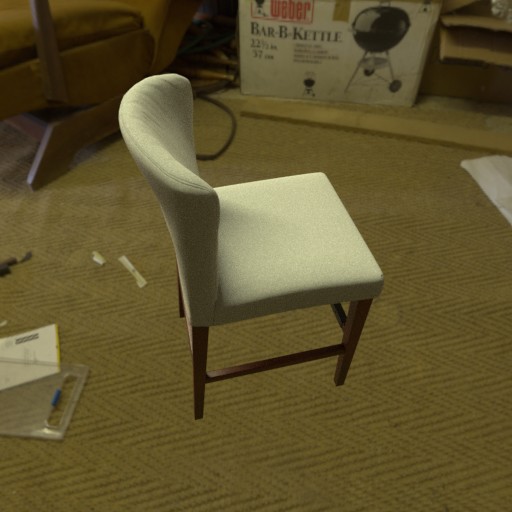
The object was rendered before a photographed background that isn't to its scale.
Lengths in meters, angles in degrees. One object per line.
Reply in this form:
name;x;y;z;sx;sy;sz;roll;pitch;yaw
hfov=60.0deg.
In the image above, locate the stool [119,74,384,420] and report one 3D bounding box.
stool;0.000;0.000;1.275;0.568;0.968;0.479;-10;47;-9
